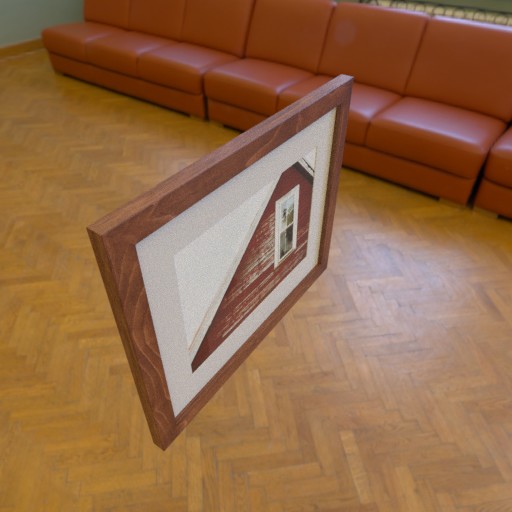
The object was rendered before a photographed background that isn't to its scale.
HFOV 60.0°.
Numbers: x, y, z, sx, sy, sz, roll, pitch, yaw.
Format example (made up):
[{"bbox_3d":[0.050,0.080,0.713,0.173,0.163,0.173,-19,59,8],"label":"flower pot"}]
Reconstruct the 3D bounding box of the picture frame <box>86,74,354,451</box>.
[{"bbox_3d":[0.000,0.000,0.767,0.025,0.457,0.559,25,47,26],"label":"picture frame"}]
